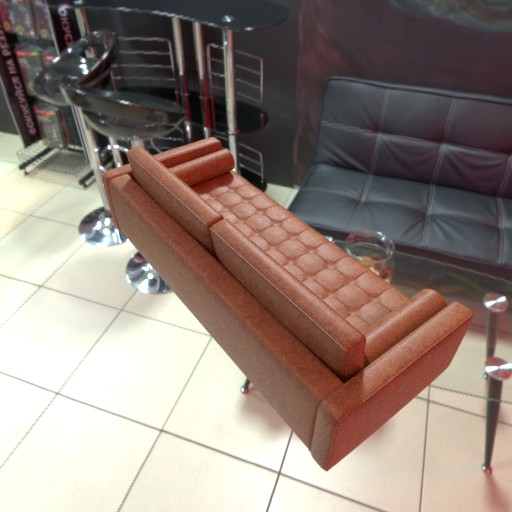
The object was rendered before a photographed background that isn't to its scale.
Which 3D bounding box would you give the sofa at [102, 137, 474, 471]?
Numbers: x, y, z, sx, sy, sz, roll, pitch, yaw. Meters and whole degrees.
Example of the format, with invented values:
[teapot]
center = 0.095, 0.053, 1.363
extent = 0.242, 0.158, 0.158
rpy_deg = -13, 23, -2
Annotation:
[sofa]
center = 0.000, 0.000, 2.590
extent = 0.919, 0.770, 2.200
rpy_deg = -27, 48, -27
